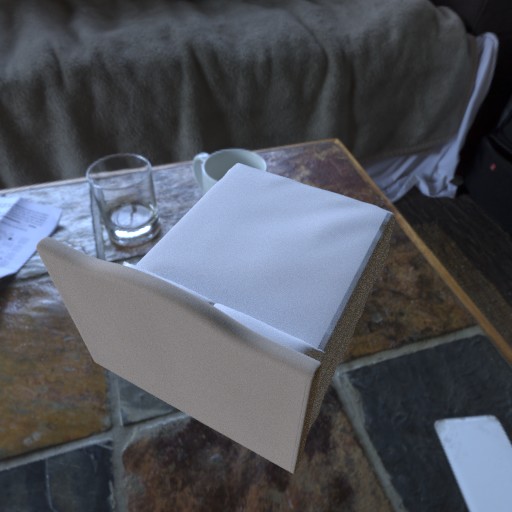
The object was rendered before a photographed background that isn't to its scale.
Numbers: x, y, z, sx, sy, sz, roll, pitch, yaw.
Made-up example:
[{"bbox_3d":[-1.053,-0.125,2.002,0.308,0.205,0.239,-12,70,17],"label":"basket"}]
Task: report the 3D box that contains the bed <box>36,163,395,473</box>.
[{"bbox_3d":[0.000,0.000,3.203,1.678,1.398,2.052,22,51,19],"label":"bed"}]
